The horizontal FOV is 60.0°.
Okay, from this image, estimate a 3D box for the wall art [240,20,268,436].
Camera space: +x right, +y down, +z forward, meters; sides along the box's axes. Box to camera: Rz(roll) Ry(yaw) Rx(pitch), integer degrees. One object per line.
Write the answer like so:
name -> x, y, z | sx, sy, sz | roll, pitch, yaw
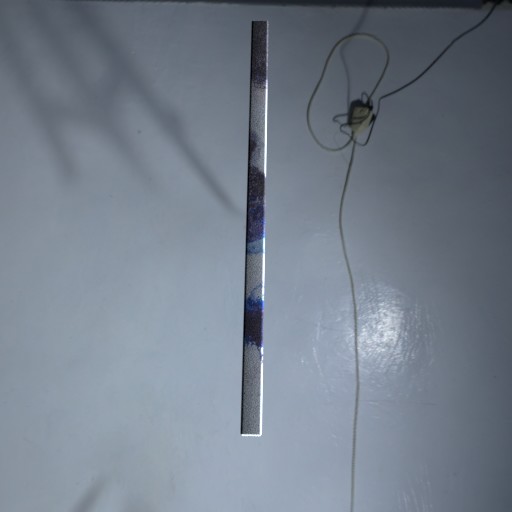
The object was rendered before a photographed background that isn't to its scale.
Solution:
wall art -> 0.000, 0.000, 1.329 | 0.038, 0.885, 0.887 | 1, 76, 0
